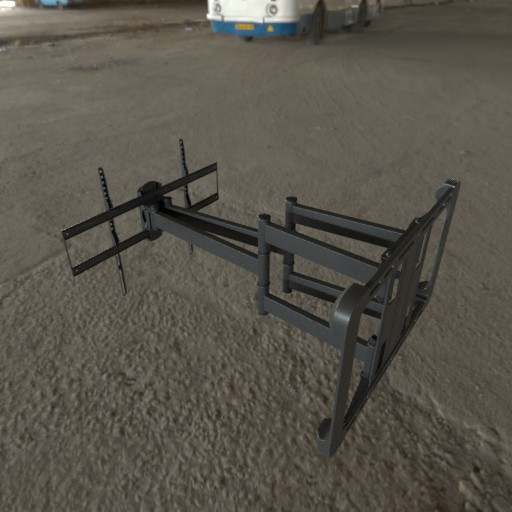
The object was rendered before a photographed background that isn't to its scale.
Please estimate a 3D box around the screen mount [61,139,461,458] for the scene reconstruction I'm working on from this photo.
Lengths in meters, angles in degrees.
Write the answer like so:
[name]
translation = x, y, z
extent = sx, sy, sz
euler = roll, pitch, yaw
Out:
[screen mount]
translation = 0.000, 0.000, 1.340
extent = 0.905, 0.483, 0.725
euler = 21, 38, 30
